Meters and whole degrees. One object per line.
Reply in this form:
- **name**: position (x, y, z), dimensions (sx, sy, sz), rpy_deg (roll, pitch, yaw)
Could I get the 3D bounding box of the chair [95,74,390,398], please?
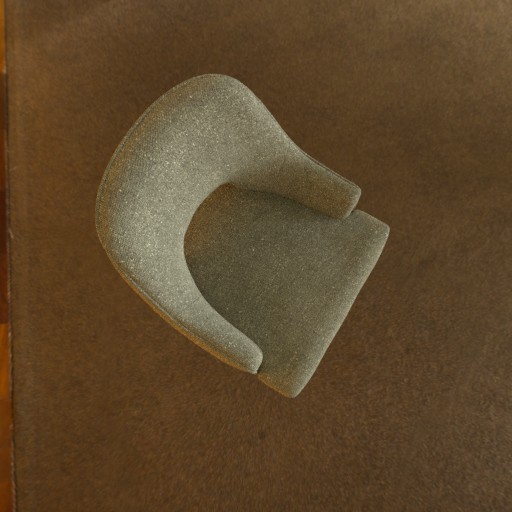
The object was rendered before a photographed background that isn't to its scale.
- **chair**: position (0.000, 0.000, 1.298), dimensions (0.629, 0.875, 0.608), rpy_deg (31, 78, 7)
